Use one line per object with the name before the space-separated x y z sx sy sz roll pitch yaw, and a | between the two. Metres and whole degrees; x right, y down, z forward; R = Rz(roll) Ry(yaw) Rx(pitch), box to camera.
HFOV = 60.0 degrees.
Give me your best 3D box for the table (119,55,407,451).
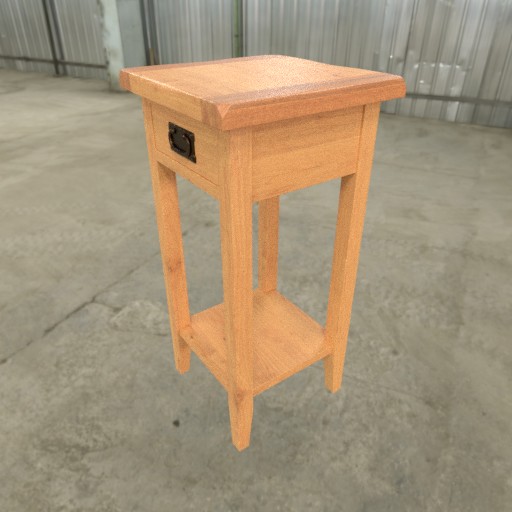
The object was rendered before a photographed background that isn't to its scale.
table | 0.000 0.000 0.957 0.360 0.740 0.360 -20 37 -30
